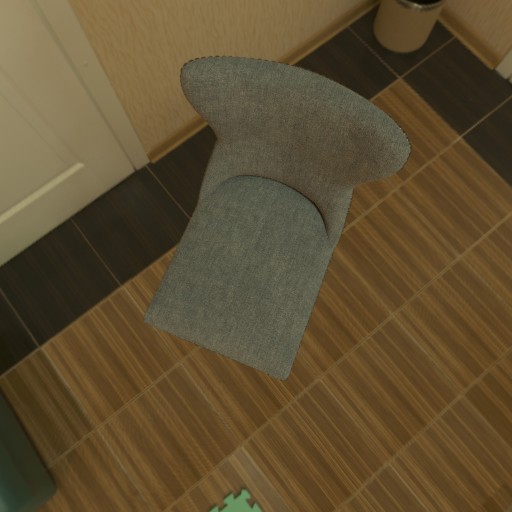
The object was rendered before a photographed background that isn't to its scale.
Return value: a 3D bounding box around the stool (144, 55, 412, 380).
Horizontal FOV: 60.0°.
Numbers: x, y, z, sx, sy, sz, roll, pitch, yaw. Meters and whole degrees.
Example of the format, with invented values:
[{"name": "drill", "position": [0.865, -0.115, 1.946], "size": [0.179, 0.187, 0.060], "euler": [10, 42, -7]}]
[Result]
[{"name": "stool", "position": [0.000, 0.000, 1.294], "size": [0.498, 0.981, 0.608], "euler": [22, 77, 5]}]
